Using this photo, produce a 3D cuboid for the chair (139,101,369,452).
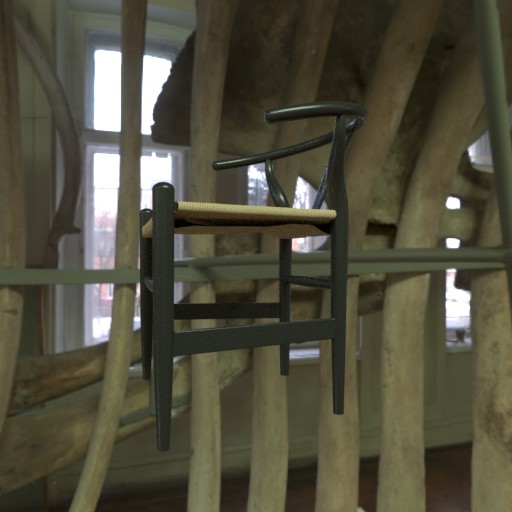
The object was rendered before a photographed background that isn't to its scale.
[{"bbox_3d":[0.000,0.000,1.166,0.570,0.739,0.570,0,0,-17],"label":"chair"}]
